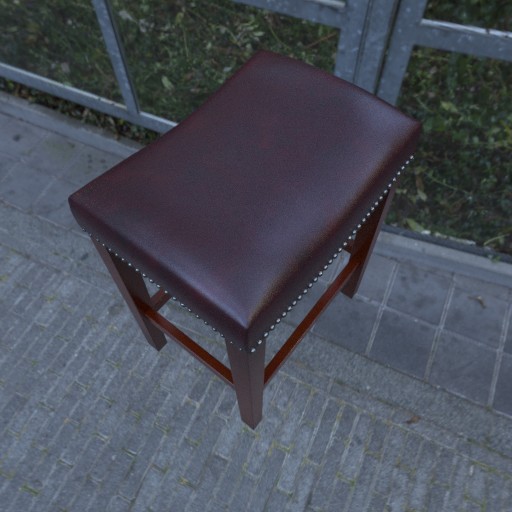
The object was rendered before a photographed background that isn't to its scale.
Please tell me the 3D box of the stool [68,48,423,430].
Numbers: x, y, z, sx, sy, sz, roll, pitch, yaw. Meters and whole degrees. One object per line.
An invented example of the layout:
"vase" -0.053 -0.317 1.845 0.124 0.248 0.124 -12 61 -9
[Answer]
"stool" 0.000 0.000 0.978 0.372 0.657 0.504 34 64 19
